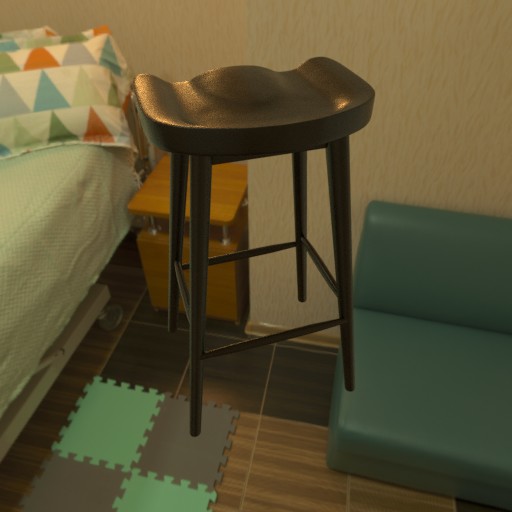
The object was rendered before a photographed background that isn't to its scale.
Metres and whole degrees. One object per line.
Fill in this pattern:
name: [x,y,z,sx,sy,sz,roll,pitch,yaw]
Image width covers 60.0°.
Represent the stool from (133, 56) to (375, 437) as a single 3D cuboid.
stool: [0.000,0.000,1.000,0.440,0.749,0.361,-11,42,-13]
